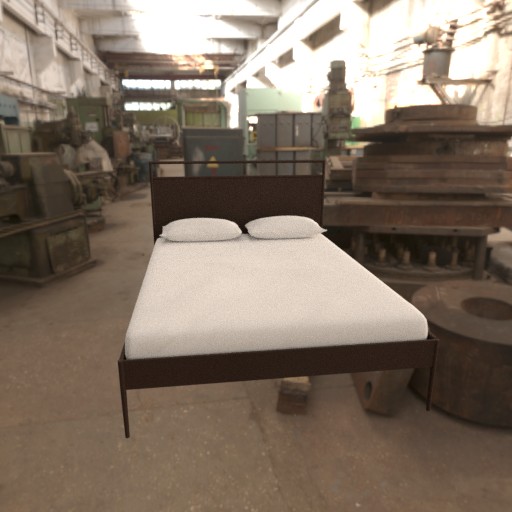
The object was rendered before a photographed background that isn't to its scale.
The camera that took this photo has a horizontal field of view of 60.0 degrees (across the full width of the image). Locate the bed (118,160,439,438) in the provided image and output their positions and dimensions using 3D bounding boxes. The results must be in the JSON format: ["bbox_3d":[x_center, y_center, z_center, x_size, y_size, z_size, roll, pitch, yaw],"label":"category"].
[{"bbox_3d":[0.000,0.000,3.084,1.572,1.173,2.122,-2,16,-8],"label":"bed"}]
